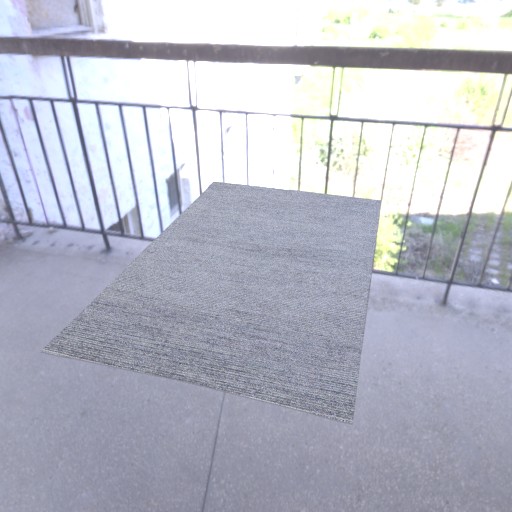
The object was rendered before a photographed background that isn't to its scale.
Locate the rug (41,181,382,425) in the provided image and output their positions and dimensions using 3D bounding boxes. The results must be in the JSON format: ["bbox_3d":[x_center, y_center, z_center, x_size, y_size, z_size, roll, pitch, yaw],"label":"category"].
[{"bbox_3d":[0.000,0.000,2.253,1.159,0.021,1.789,9,32,14],"label":"rug"}]
